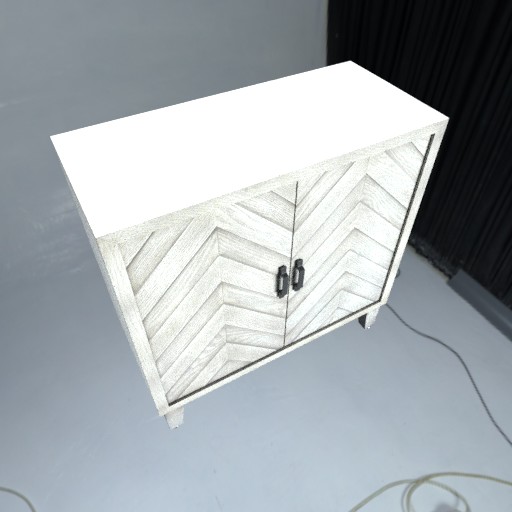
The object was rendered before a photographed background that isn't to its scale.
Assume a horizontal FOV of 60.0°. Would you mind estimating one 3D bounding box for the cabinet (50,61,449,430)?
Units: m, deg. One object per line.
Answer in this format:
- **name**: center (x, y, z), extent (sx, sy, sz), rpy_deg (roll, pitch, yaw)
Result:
- **cabinet**: center (0.000, 0.000, 1.229), extent (0.781, 0.787, 0.370), rpy_deg (-22, 50, -20)
